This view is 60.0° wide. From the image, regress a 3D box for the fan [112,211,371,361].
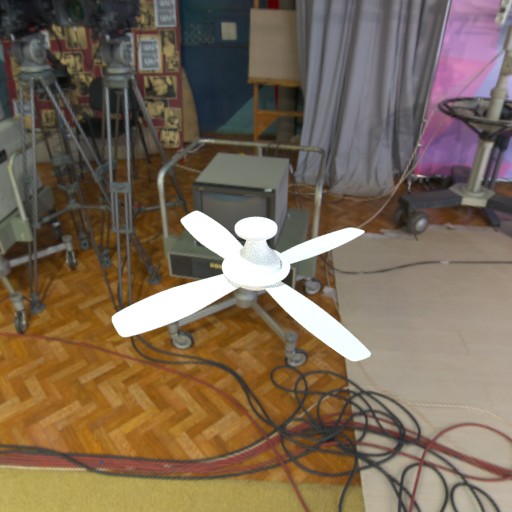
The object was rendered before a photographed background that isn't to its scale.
[{"bbox_3d":[0.000,0.000,2.532,1.693,0.382,1.694,-21,39,-29],"label":"fan"}]
